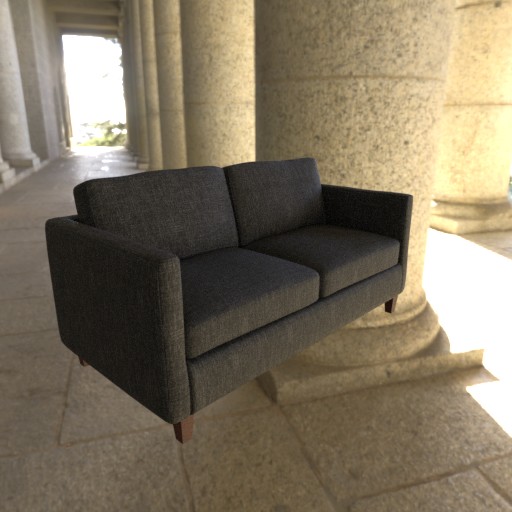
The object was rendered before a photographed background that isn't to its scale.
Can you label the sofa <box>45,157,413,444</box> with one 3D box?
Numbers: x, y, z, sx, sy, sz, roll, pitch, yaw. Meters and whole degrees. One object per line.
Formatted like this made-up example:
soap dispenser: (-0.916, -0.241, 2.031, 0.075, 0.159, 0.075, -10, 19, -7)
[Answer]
sofa: (0.000, 0.000, 2.440, 0.950, 0.963, 1.884, 16, 23, 41)
